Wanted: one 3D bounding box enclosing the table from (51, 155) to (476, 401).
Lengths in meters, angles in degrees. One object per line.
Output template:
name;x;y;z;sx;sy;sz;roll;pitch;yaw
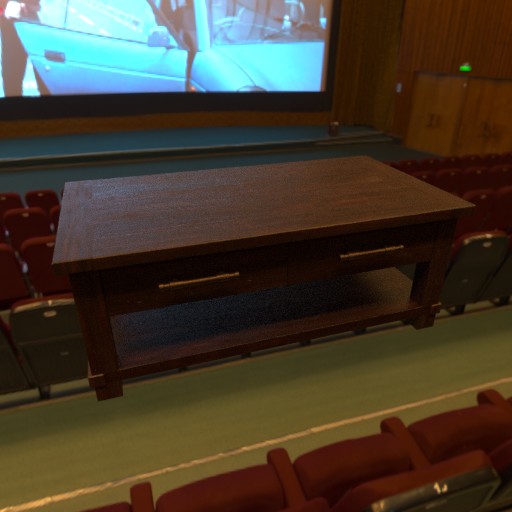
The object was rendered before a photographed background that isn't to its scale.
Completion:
table;0.000;0.000;1.648;1.270;0.494;0.700;-9;28;-16
